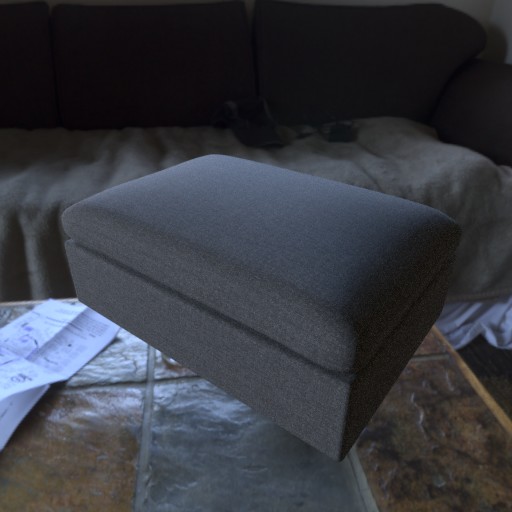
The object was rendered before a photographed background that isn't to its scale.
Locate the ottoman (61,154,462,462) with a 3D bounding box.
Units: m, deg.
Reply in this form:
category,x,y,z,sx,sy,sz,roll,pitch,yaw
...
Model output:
category,x,y,z,sx,sy,sz,roll,pitch,yaw
ottoman,0.000,0.000,1.414,1.041,0.483,0.711,21,36,32
